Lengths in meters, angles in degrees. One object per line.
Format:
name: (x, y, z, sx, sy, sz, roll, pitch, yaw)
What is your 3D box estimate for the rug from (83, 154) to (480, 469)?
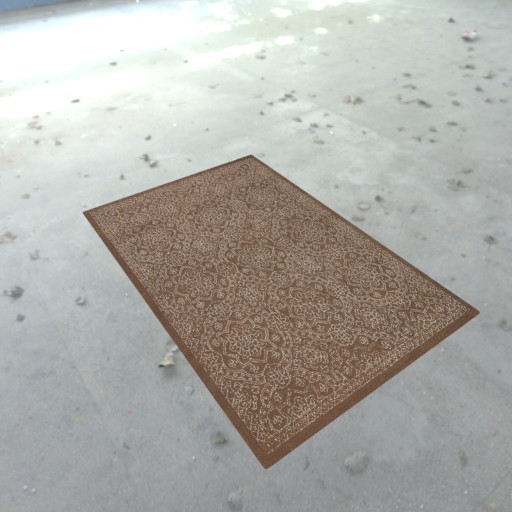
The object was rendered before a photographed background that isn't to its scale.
rug: (0.000, 0.000, 2.319, 1.219, 0.010, 1.829, -25, 47, -26)
